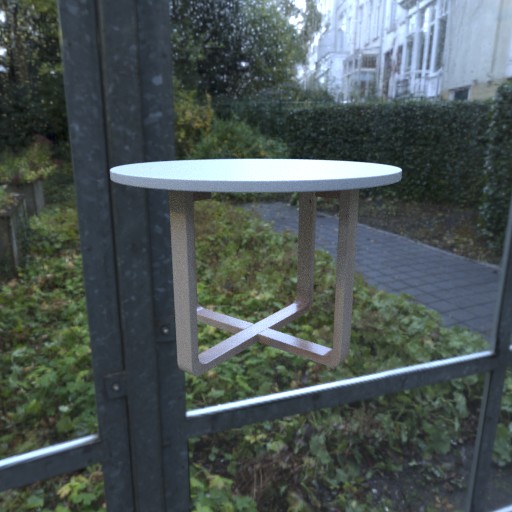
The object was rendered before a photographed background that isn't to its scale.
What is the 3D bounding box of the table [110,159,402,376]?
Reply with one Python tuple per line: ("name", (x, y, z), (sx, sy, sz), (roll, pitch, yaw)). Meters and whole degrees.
("table", (0.000, 0.000, 1.007), (0.600, 0.400, 0.600), (0, 15, 0))
